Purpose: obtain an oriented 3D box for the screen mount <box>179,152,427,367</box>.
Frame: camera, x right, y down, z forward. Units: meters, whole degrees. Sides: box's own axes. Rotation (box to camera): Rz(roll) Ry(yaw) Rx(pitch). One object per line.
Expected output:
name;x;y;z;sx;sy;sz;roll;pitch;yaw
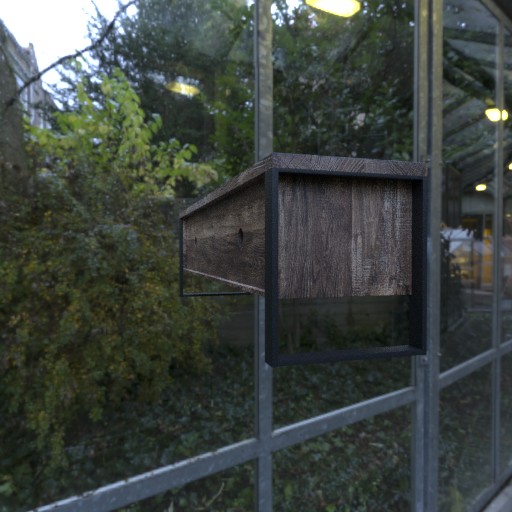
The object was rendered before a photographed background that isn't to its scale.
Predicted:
screen mount;0.000;0.000;1.713;0.395;0.450;1.524;0;1;-17
